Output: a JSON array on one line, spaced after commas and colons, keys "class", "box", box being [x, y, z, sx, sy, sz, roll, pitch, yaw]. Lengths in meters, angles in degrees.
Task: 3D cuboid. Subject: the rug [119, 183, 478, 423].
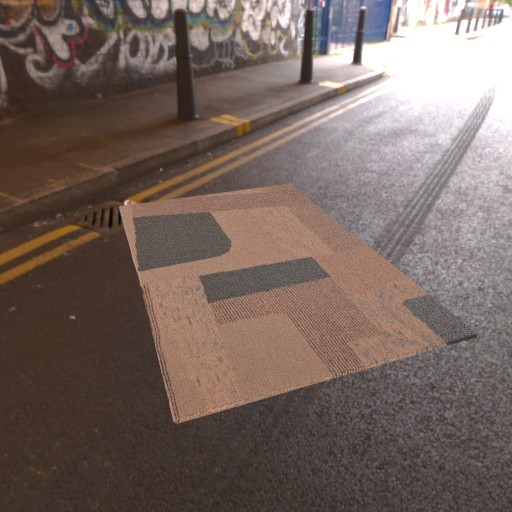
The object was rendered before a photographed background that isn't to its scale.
[{"class": "rug", "box": [0.000, 0.000, 2.350, 1.238, 0.020, 1.847, -10, 31, -18]}]
